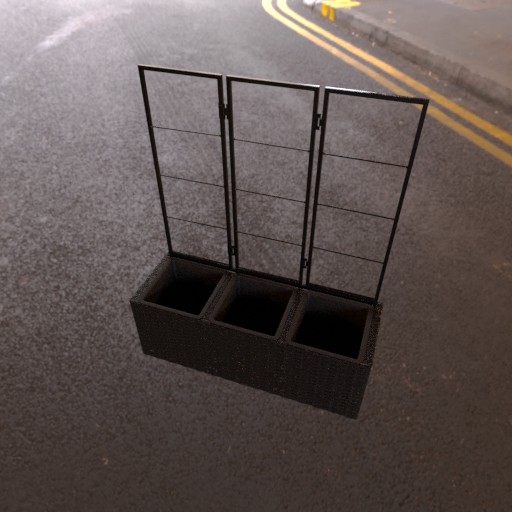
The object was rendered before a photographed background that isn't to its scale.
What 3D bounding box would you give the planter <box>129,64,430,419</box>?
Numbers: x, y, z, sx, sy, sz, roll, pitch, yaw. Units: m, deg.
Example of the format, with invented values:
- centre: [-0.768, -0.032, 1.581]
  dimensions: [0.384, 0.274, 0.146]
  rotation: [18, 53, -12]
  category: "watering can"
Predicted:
- centre: [0.000, 0.000, 1.168]
  dimensions: [0.698, 0.841, 0.244]
  rotation: [13, 42, 15]
  category: "planter"
